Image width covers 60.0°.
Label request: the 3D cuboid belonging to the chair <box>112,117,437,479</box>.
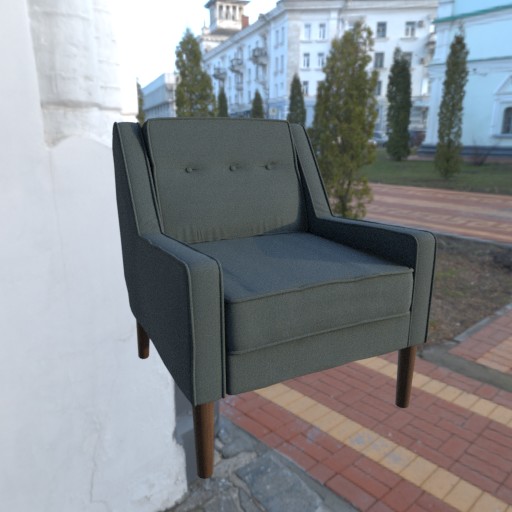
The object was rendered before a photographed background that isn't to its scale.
[{"bbox_3d":[0.000,0.000,1.277,0.663,0.780,0.733,-8,17,-25],"label":"chair"}]
